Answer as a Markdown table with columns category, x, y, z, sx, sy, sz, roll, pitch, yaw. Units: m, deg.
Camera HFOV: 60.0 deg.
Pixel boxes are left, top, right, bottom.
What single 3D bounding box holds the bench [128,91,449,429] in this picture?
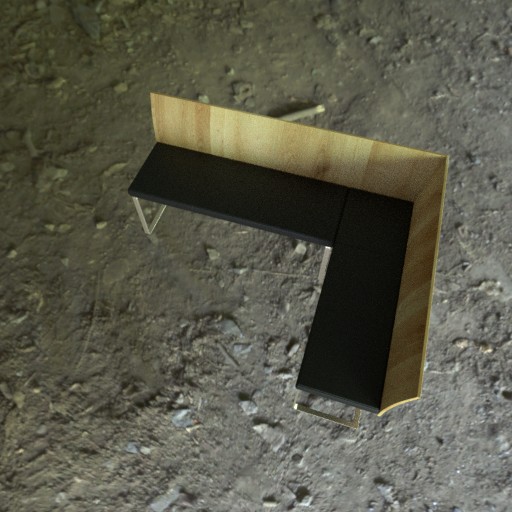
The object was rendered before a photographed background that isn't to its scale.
| category | x | y | z | sx | sy | sz | roll | pitch | yaw |
| --- | --- | --- | --- | --- | --- | --- | --- | --- | --- |
| bench | 0.000 | 0.000 | 2.815 | 1.945 | 0.930 | 1.495 | 15 | 59 | 9 |
